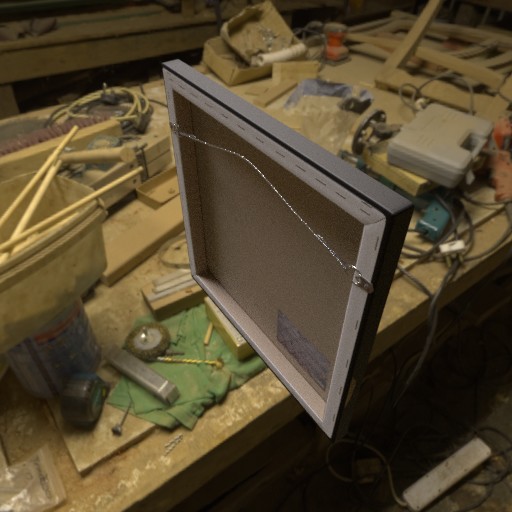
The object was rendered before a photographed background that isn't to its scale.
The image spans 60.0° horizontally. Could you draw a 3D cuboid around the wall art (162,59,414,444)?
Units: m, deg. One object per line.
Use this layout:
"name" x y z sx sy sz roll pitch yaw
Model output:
"wall art" 0.000 0.000 0.917 0.043 0.611 0.610 -26 49 -25
